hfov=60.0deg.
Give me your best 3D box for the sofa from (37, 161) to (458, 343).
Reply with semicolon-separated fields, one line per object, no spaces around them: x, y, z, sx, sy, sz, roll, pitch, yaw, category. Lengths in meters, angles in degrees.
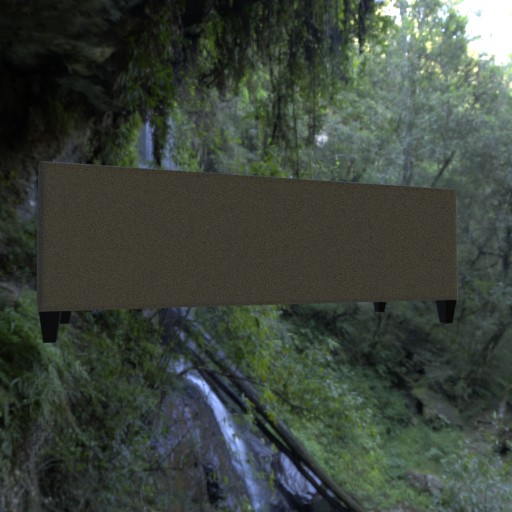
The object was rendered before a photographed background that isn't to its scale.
0.000;0.000;2.530;2.159;0.762;0.775;0;-2;-18;sofa
